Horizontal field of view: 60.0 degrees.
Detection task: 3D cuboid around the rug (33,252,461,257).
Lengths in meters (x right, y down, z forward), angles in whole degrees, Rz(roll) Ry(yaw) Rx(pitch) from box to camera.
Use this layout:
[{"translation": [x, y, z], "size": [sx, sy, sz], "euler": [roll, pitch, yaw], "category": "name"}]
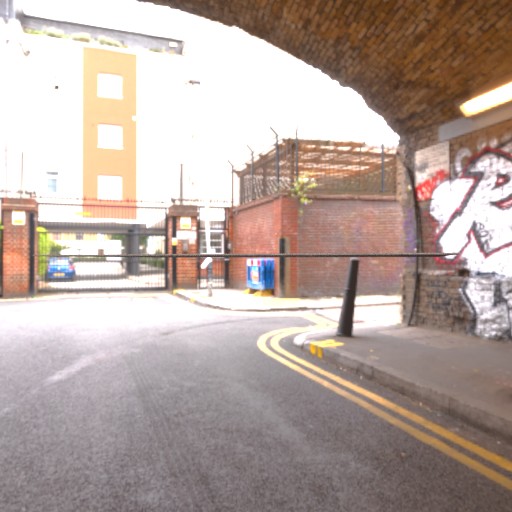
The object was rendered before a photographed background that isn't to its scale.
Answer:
[{"translation": [0.000, 0.000, 3.086], "size": [2.457, 0.009, 1.512], "euler": [0, -1, 19], "category": "rug"}]
